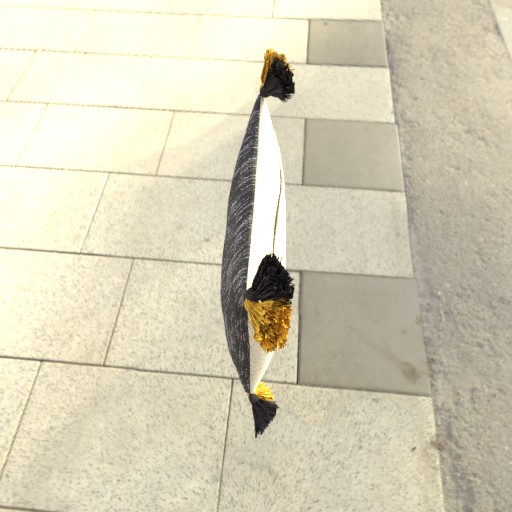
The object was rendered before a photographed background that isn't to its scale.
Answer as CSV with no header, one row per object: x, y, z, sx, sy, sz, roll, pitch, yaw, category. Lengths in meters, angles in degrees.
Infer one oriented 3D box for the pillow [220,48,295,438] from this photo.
0.000,0.000,0.971,0.139,0.659,0.654,3,58,2,pillow
